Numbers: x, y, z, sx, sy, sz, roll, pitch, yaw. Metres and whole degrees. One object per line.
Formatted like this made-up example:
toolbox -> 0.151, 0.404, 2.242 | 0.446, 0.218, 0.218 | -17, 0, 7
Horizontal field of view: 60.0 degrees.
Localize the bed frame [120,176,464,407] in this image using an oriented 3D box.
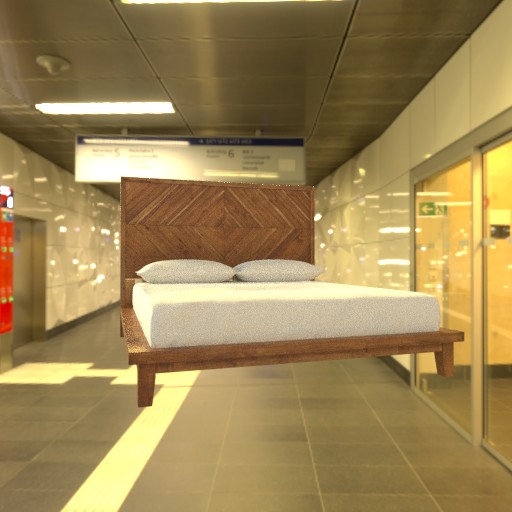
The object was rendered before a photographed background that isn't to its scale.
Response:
bed frame -> 0.000, 0.000, 3.543 | 2.038, 1.537, 2.235 | 0, 0, -18
